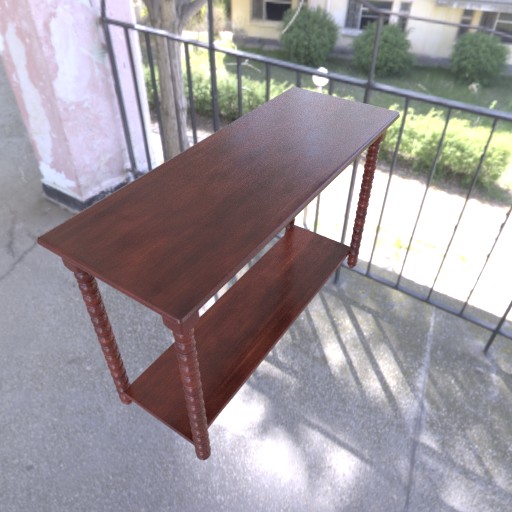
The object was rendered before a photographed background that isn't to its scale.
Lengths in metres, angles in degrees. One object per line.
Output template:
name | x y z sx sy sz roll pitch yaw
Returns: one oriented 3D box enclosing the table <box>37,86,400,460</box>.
table | 0.000 0.000 1.555 0.459 0.740 1.184 24 46 25
